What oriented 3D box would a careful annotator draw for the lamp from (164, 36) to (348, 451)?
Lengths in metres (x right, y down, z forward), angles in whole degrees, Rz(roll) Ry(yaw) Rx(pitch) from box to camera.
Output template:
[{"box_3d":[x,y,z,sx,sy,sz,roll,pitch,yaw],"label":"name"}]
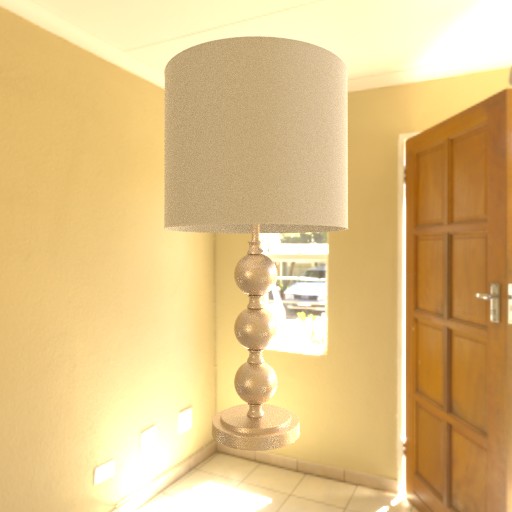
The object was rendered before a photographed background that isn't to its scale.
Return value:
[{"box_3d":[0.000,0.000,0.679,0.277,0.538,0.277,0,0,18],"label":"lamp"}]
